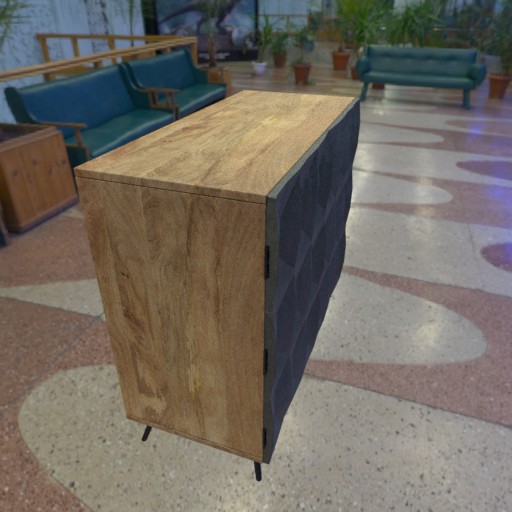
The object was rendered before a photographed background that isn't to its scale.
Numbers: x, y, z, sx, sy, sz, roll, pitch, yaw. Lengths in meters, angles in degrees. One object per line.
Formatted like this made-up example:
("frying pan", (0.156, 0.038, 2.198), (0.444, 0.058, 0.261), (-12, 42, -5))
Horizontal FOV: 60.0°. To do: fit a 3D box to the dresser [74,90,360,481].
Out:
("dresser", (0.000, 0.000, 1.442), (0.446, 0.847, 0.967), (11, 32, 17))
